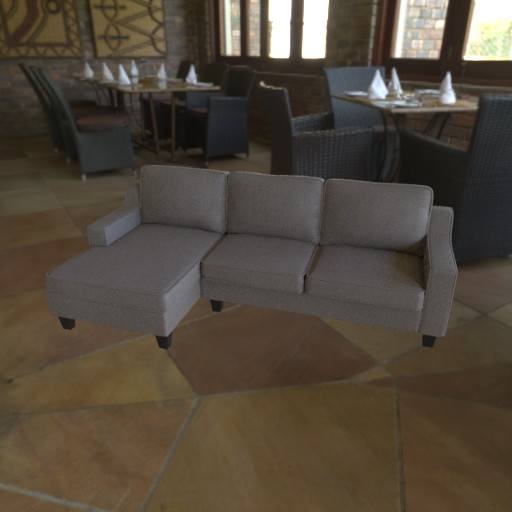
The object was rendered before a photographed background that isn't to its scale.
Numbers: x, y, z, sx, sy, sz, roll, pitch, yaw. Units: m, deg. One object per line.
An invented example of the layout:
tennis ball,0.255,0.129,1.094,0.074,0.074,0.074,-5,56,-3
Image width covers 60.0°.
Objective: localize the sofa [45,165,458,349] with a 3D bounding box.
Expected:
sofa,0.000,0.000,3.096,2.561,0.928,1.294,7,26,15
